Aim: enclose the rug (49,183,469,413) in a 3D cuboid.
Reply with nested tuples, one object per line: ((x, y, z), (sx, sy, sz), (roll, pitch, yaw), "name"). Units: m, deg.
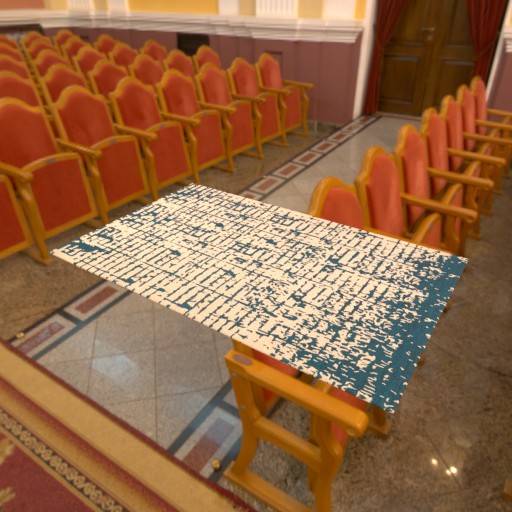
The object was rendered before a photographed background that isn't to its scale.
((0.000, 0.000, 3.024), (2.435, 0.011, 1.517), (19, 36, 28), "rug")
